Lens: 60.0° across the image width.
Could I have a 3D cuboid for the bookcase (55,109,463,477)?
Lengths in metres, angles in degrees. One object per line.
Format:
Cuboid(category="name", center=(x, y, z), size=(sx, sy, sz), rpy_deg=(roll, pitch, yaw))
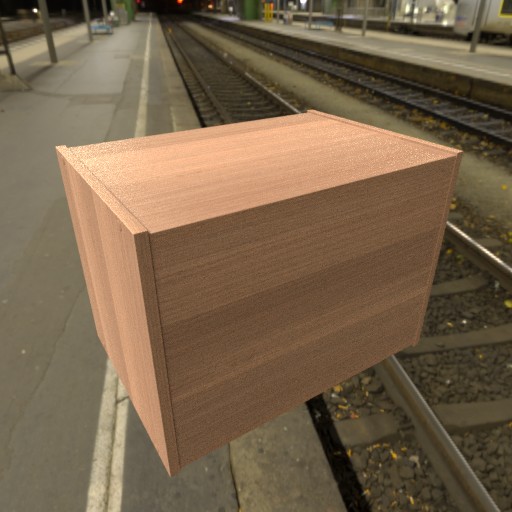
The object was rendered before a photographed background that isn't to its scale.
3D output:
Cuboid(category="bookcase", center=(0.000, 0.000, 0.624), size=(0.415, 0.305, 0.290), rpy_deg=(-18, 34, -28))
